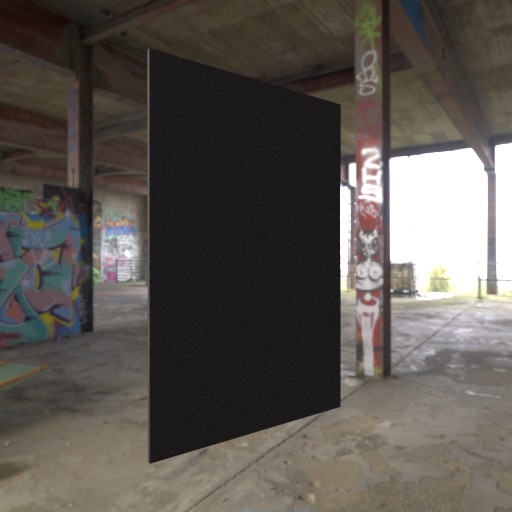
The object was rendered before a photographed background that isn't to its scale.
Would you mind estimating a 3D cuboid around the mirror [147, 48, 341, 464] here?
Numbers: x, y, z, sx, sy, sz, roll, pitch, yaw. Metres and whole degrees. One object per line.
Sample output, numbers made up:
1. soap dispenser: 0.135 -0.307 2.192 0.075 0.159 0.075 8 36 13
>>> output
1. mirror: 0.000 0.000 1.172 0.613 0.914 0.039 0 0 -37
